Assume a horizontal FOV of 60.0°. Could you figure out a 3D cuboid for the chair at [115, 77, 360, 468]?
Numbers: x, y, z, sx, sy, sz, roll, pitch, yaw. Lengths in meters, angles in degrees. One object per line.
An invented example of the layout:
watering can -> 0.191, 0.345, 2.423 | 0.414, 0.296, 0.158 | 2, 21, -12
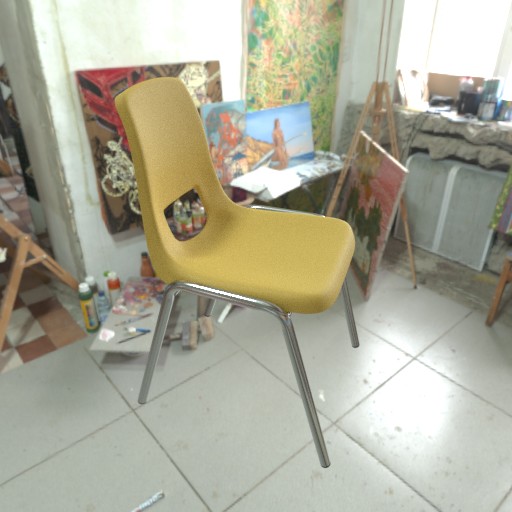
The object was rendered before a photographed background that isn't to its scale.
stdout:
chair -> 0.000, 0.000, 0.901 | 0.436, 0.653, 0.381 | 10, 31, 17
